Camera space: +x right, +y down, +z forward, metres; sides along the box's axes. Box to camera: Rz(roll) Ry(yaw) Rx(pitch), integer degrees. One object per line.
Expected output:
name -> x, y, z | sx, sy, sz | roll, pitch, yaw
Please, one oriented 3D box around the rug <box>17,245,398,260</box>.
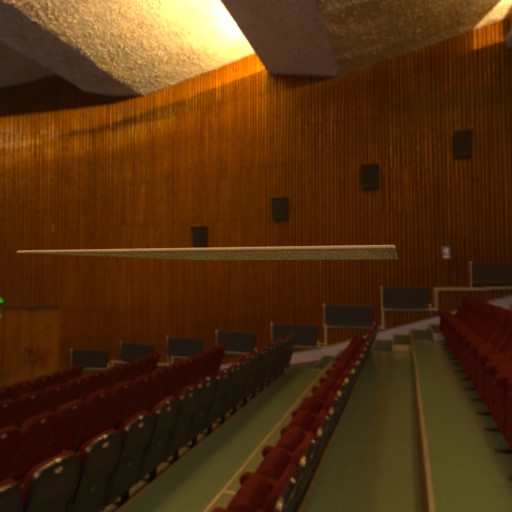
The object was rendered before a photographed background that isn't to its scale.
rug -> 0.000, 0.000, 3.999 | 2.430, 0.018, 2.976 | 0, -2, 18
